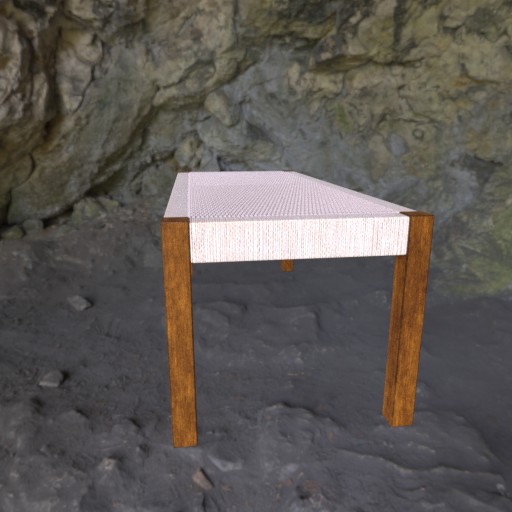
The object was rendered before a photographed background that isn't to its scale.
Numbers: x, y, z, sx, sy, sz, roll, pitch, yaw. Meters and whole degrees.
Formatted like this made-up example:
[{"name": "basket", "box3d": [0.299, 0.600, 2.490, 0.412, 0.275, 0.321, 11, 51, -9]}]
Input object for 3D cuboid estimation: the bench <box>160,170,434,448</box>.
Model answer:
[{"name": "bench", "box3d": [0.000, 0.000, 1.431, 0.507, 0.457, 1.198, -2, 15, -8]}]
